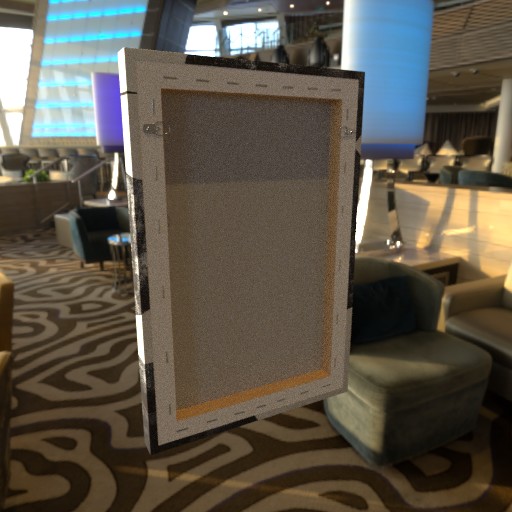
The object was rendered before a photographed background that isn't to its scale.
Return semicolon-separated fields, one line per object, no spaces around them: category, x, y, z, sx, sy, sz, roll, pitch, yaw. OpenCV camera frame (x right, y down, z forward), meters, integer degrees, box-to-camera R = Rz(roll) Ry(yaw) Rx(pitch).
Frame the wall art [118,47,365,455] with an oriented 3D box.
wall art;0.000;0.000;0.753;0.407;0.610;0.039;-7;16;-27
